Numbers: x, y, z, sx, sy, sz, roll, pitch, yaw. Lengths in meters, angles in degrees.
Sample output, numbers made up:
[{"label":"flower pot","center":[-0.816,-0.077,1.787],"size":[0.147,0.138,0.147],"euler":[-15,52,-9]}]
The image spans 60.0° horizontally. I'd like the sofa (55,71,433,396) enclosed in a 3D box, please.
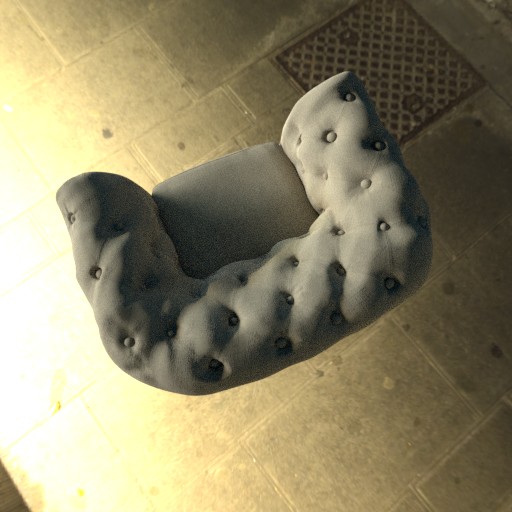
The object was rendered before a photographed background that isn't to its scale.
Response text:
[{"label":"sofa","center":[0.000,0.000,2.057],"size":[1.405,0.878,1.034],"euler":[-23,76,-6]}]
